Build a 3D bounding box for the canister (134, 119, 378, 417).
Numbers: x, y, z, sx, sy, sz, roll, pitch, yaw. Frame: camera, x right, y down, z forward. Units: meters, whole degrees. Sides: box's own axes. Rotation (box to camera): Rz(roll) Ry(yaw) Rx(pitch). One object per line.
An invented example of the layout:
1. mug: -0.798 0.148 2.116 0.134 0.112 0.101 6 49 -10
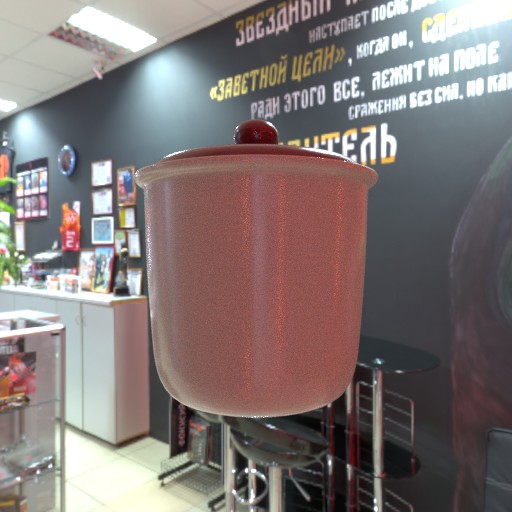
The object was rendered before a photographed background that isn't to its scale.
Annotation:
1. canister: 0.000 0.000 0.343 0.182 0.208 0.182 0 1 0
